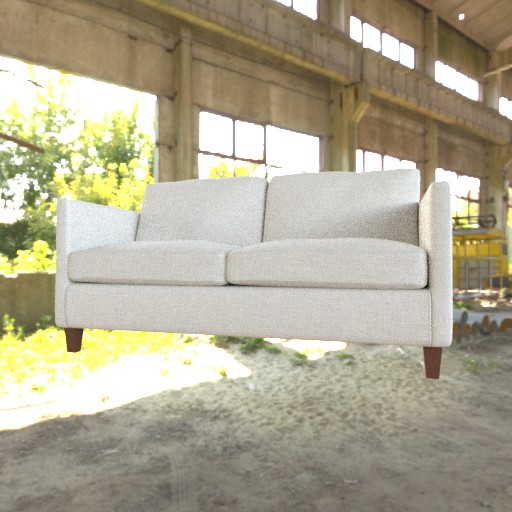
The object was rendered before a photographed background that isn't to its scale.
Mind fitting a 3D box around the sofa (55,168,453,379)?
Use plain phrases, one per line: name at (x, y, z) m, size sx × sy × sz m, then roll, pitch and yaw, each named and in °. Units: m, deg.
sofa at (0.000, 0.000, 2.372) m, size 1.838 × 0.963 × 0.950 m, roll 0°, pitch -1°, yaw 17°
